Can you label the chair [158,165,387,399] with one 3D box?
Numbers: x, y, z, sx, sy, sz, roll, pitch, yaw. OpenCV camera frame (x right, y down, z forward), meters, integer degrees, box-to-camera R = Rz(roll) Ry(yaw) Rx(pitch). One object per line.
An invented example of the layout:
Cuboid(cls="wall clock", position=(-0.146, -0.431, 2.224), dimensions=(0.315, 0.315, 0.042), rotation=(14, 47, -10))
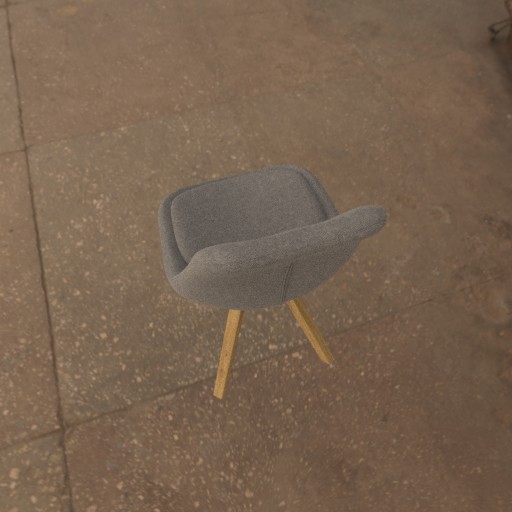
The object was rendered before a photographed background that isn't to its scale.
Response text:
Cuboid(cls="chair", position=(0.000, 0.000, 1.205), dimensions=(0.483, 0.865, 0.550), rotation=(-15, 58, -10))
